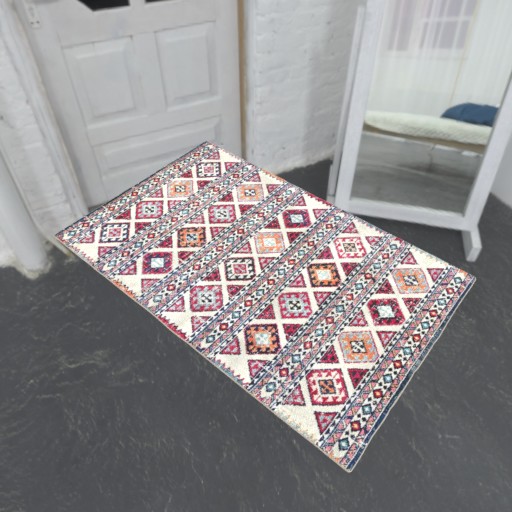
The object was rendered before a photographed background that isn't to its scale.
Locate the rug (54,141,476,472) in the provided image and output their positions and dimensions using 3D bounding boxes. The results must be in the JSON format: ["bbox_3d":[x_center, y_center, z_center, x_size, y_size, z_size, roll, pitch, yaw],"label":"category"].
[{"bbox_3d":[0.000,0.000,2.989,2.440,0.010,1.545,32,55,25],"label":"rug"}]
